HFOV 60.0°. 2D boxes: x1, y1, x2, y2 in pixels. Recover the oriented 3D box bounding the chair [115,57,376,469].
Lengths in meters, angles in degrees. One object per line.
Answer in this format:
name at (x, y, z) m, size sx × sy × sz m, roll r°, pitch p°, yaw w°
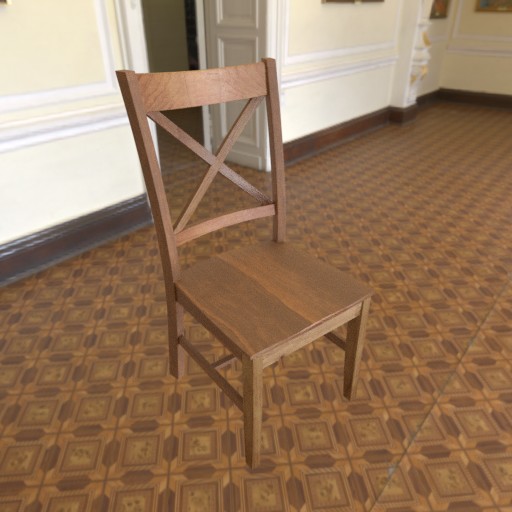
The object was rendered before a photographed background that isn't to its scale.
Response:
chair at (0.000, 0.000, 1.280) m, size 0.485 × 0.983 × 0.542 m, roll -21°, pitch 36°, yaw -32°
